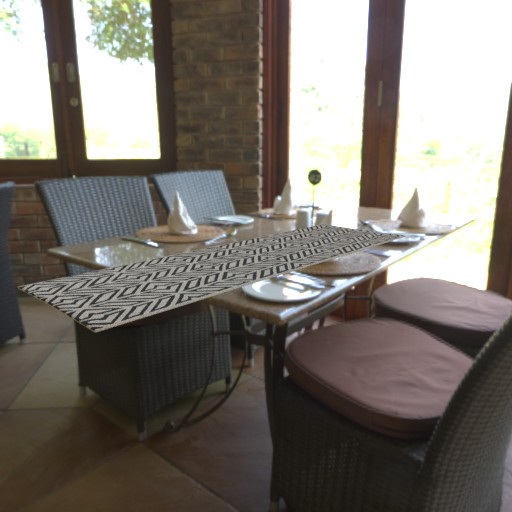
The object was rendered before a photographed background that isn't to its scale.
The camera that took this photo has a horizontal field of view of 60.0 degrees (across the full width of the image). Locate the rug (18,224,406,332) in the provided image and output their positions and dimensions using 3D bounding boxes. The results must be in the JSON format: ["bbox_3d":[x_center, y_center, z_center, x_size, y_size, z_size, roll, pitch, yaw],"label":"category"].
[{"bbox_3d":[0.000,0.000,2.667,0.750,0.009,2.435,12,18,42],"label":"rug"}]
